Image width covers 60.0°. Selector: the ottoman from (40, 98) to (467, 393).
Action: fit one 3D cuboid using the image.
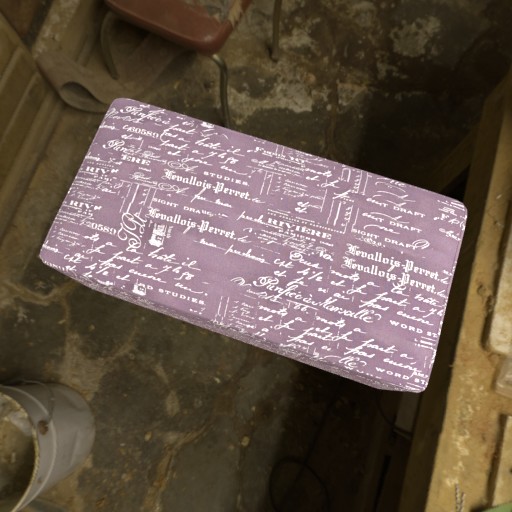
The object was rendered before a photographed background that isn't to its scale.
[{"bbox_3d":[0.000,0.000,1.089,0.813,0.457,0.406,18,76,5],"label":"ottoman"}]
